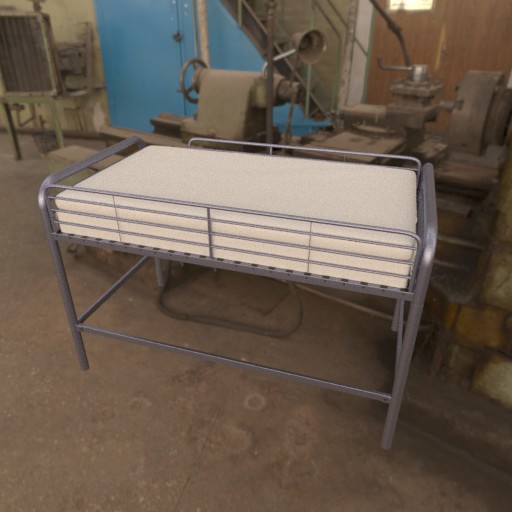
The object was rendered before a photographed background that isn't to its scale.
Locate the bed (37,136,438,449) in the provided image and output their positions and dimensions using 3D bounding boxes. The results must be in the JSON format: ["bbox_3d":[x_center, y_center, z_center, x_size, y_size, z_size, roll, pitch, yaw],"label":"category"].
[{"bbox_3d":[0.000,0.000,2.894,1.965,1.288,1.415,9,31,15],"label":"bed"}]
